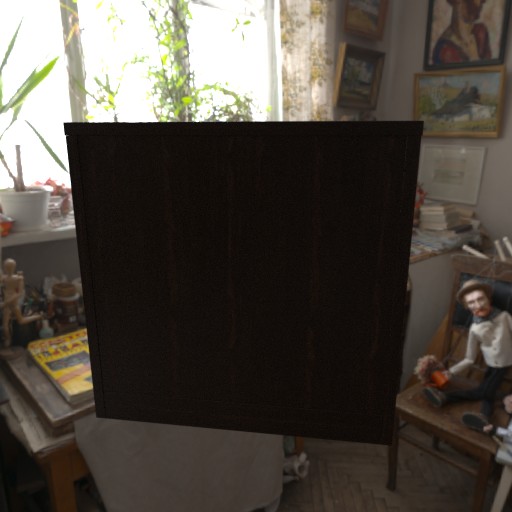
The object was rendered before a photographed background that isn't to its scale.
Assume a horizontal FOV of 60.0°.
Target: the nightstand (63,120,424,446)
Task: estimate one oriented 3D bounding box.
[{"bbox_3d":[0.000,0.000,0.857,0.489,0.487,0.427,2,16,8],"label":"nightstand"}]
